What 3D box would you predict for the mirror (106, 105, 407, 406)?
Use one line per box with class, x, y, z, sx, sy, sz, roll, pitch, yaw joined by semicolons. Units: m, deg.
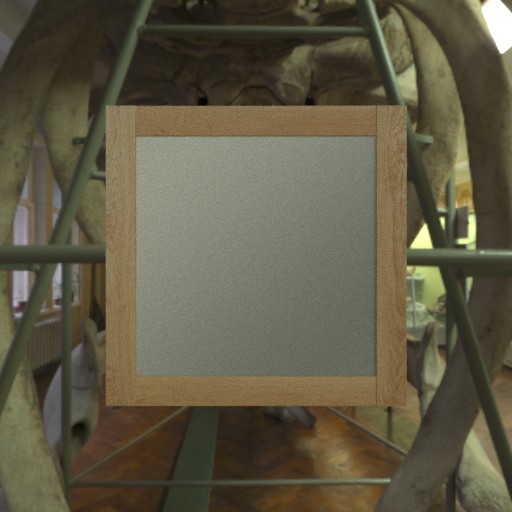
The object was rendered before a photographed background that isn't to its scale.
mirror;0.000;0.000;1.189;0.800;0.800;0.020;0;0;0
